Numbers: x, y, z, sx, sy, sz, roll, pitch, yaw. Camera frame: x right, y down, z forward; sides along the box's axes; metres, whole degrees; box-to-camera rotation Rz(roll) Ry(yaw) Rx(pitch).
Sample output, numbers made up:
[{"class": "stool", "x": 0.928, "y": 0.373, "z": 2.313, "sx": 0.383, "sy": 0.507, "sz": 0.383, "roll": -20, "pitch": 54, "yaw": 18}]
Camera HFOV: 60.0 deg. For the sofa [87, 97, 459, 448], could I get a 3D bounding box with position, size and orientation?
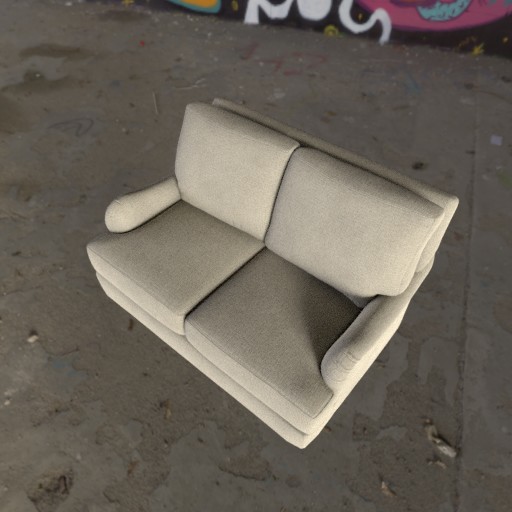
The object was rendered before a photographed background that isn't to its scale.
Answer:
[{"class": "sofa", "x": 0.000, "y": 0.000, "z": 2.245, "sx": 1.480, "sy": 0.999, "sz": 1.087, "roll": 31, "pitch": 54, "yaw": 26}]
